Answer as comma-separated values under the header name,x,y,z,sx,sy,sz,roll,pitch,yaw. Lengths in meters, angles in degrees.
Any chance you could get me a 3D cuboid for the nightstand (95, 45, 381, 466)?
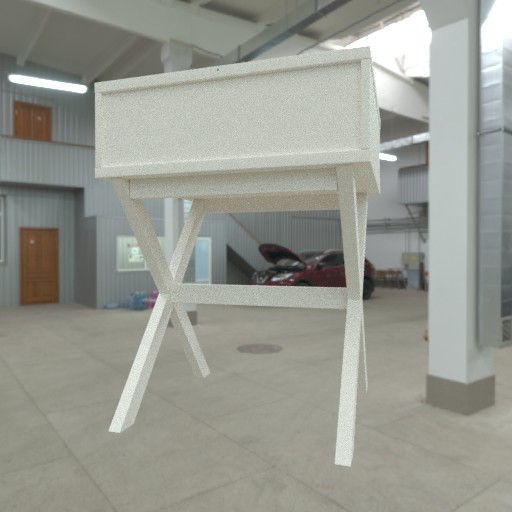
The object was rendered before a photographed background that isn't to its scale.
name,x,y,z,sx,sy,sz,roll,pitch,yaw
nightstand,0.000,0.000,0.915,0.479,0.623,0.402,0,1,18
